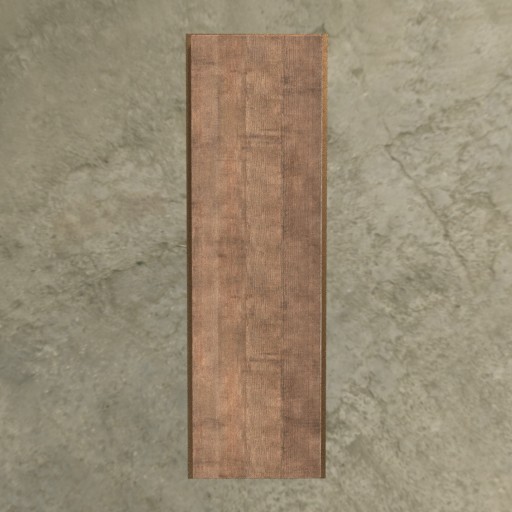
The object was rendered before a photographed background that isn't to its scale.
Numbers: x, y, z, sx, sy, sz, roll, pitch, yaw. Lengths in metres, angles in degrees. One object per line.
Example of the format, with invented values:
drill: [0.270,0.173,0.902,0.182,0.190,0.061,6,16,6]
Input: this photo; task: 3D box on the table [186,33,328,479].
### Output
table: [0.000,0.000,1.765,0.440,0.820,1.400,0,92,0]
